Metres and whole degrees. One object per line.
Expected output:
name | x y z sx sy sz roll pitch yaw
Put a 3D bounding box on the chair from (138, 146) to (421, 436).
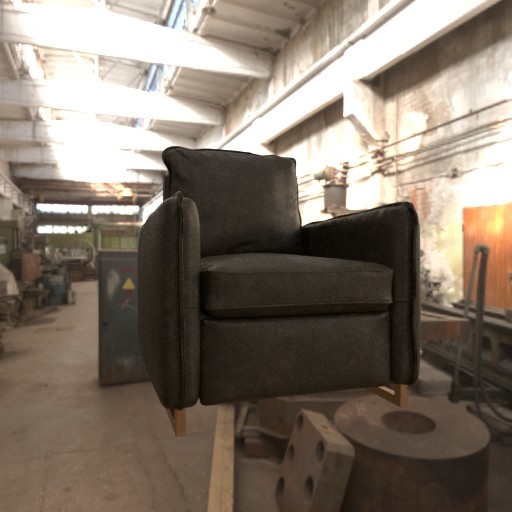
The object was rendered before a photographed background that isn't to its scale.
chair | 0.000 0.000 1.634 0.830 0.921 0.921 0 0 -19
